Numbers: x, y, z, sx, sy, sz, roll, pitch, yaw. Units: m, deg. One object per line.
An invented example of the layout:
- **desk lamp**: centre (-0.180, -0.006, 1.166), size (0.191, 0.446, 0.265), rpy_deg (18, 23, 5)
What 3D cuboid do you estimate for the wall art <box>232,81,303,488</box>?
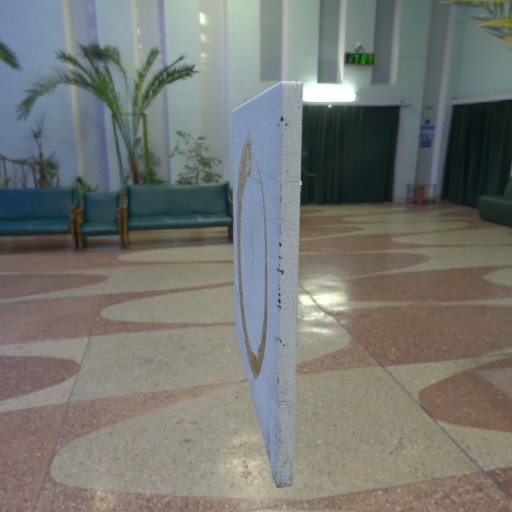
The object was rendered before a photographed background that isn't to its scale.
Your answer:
- **wall art**: centre (0.000, 0.000, 1.150), size (0.038, 0.762, 0.762), rpy_deg (-2, 15, -9)
